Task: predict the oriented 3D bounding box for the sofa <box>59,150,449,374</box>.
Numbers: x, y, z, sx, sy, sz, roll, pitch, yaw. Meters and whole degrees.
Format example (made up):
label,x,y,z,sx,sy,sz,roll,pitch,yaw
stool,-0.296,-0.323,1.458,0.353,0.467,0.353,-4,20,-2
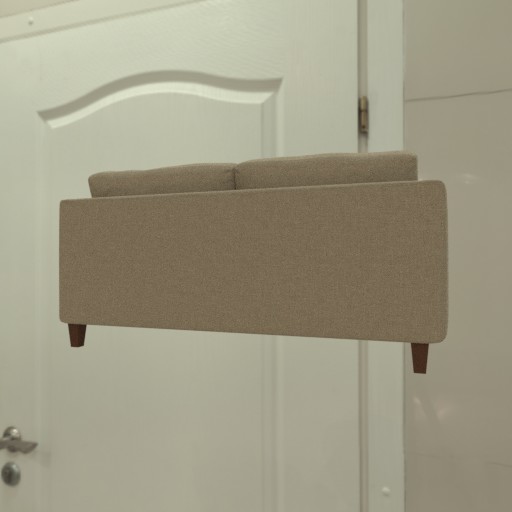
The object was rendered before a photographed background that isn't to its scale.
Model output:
label,x,y,z,sx,sy,sz,roll,pitch,yaw
sofa,0.000,0.000,2.439,1.884,0.947,0.951,0,-1,19
